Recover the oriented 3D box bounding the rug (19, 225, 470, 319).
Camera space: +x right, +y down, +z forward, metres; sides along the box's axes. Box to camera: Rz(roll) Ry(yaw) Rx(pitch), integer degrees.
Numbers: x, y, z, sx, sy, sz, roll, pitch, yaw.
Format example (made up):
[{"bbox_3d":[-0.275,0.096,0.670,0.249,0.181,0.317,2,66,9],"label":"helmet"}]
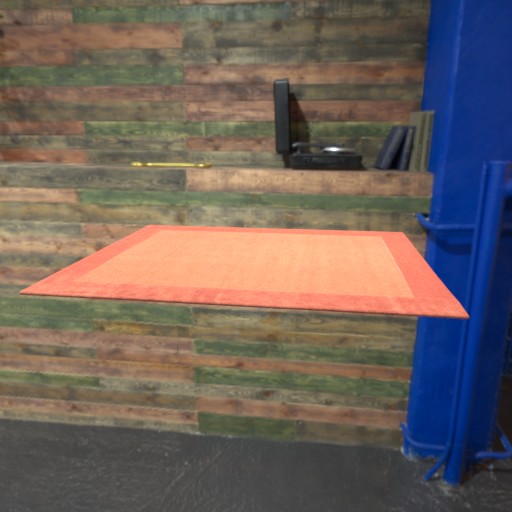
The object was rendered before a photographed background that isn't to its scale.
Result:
[{"bbox_3d":[0.000,0.000,4.007,2.976,0.018,2.430,2,15,8],"label":"rug"}]
